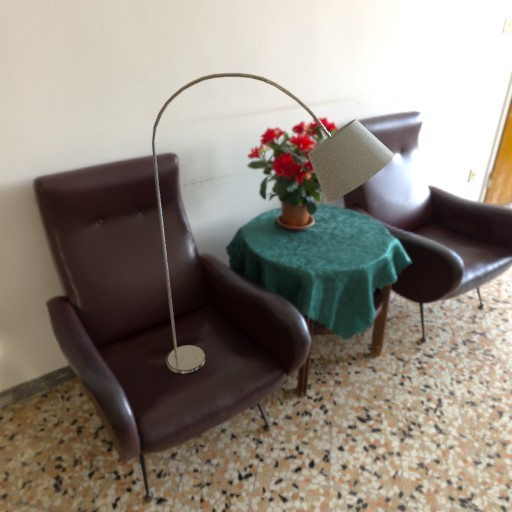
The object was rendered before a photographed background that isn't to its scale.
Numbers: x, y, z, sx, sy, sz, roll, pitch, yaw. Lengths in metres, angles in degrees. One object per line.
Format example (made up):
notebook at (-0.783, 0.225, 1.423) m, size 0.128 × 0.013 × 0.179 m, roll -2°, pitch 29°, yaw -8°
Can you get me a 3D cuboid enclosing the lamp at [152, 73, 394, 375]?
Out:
lamp at (0.000, 0.000, 2.739) m, size 1.445 × 2.098 × 0.406 m, roll 10°, pitch 31°, yaw 17°
